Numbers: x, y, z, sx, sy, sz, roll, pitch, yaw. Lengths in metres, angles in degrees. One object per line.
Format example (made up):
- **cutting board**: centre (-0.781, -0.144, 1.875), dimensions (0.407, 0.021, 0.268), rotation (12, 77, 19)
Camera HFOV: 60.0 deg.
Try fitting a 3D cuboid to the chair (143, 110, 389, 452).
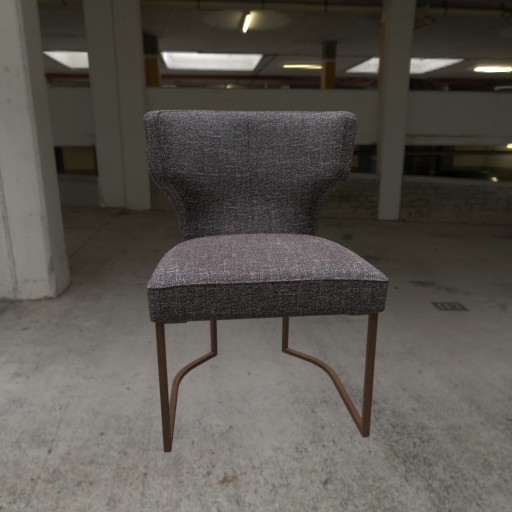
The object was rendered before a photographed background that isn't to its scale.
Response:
- **chair**: centre (0.000, 0.000, 1.280), dimensions (0.611, 0.824, 0.617), rotation (-2, 15, -6)
